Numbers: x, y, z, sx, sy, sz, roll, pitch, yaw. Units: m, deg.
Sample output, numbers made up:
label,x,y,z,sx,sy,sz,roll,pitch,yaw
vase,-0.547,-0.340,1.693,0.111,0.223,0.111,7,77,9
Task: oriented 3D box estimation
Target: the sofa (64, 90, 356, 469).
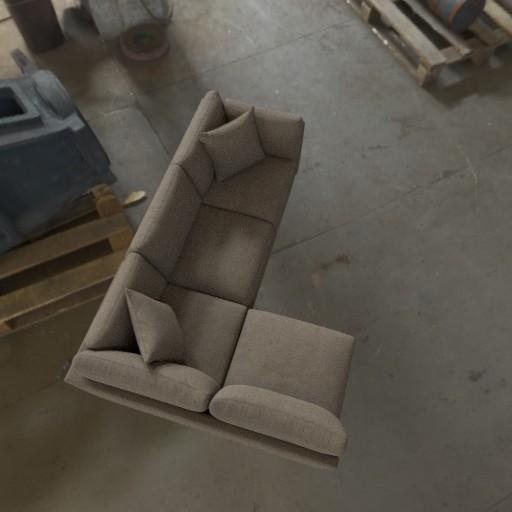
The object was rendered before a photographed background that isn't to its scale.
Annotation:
label,x,y,z,sx,sy,sz,roll,pitch,yaw
sofa,0.000,0.000,3.814,1.994,0.978,2.896,15,64,8
